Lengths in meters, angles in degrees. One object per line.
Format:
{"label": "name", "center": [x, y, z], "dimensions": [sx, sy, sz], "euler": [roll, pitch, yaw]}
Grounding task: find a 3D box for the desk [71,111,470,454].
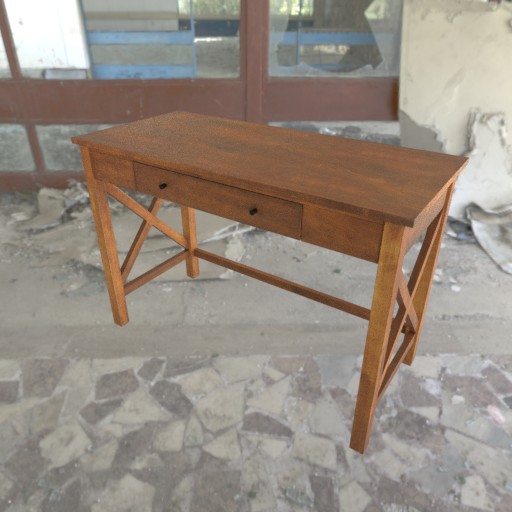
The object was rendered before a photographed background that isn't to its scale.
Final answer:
{"label": "desk", "center": [0.000, 0.000, 1.534], "dimensions": [1.117, 0.762, 0.508], "euler": [19, 35, 29]}
